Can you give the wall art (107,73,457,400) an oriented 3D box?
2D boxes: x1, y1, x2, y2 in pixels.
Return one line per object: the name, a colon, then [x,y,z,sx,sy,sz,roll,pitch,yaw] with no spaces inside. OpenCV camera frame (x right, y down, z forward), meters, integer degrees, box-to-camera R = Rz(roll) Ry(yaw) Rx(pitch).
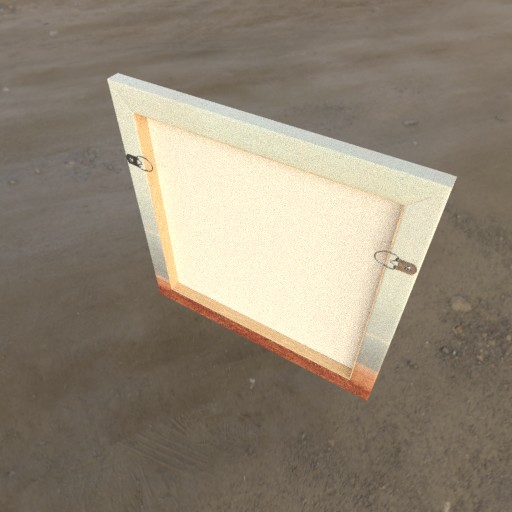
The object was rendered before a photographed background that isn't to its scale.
wall art: [0.000,0.000,0.606,0.405,0.405,0.023,24,51,21]
